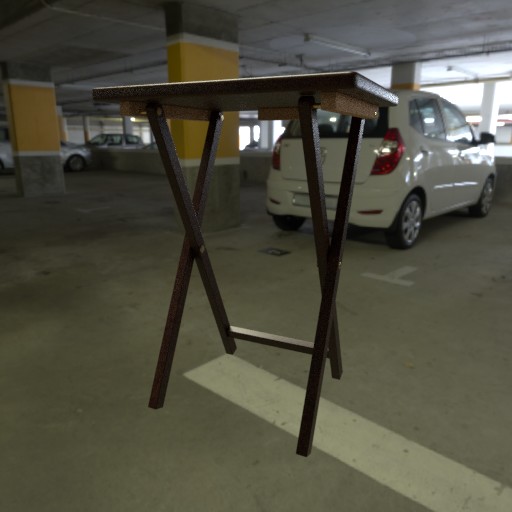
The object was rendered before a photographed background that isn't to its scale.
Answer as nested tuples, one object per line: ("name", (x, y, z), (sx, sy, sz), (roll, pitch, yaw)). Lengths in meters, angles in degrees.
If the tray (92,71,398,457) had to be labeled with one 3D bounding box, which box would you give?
("tray", (0.000, 0.000, 0.946), (0.483, 0.660, 0.381), (7, 16, 25))
